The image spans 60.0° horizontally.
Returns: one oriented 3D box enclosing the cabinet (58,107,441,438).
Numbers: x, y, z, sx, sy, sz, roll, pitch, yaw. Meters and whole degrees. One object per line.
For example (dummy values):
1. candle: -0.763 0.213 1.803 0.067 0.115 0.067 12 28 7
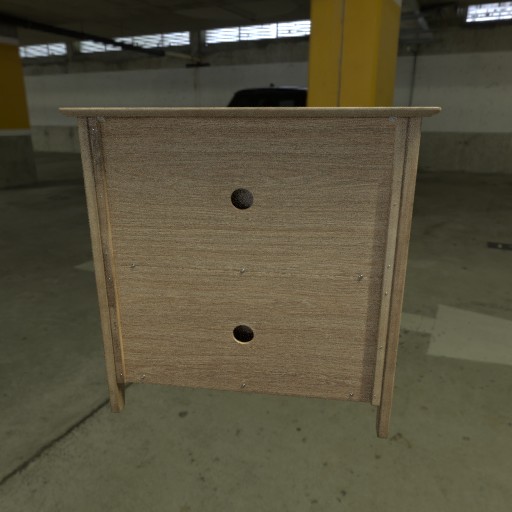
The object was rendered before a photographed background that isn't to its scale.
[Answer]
1. cabinet: 0.000 0.000 1.211 0.763 0.762 0.503 2 18 8
